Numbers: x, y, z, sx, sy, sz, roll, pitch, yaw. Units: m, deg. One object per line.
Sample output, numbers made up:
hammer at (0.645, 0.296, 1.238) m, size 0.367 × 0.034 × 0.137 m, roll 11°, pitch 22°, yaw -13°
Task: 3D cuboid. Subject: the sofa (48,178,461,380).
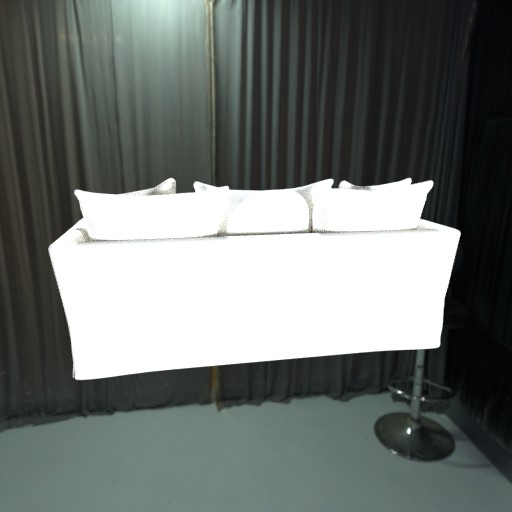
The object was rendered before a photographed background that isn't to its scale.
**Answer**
sofa at (0.000, 0.000, 2.916) m, size 2.290 × 1.034 × 1.031 m, roll -3°, pitch 14°, yaw -10°
